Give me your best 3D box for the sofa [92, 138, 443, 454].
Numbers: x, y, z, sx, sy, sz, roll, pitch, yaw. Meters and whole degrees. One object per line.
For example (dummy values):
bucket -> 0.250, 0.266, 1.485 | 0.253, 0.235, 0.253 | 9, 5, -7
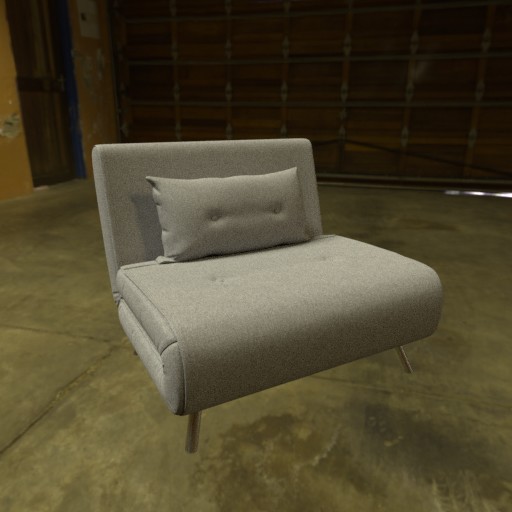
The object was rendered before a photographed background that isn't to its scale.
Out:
sofa -> 0.000, 0.000, 1.720 | 1.020, 0.825, 1.000 | -9, 20, -27
